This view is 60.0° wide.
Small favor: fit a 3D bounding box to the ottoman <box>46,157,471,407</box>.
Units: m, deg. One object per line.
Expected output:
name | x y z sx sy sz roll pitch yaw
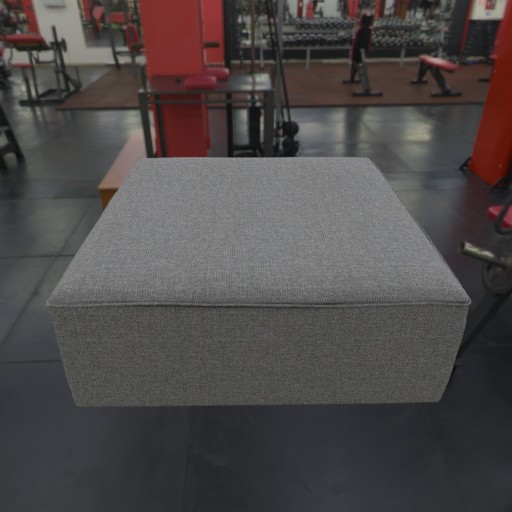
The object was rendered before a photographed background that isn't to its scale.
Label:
ottoman | 0.000 0.000 1.536 1.023 0.423 1.017 0 31 0
